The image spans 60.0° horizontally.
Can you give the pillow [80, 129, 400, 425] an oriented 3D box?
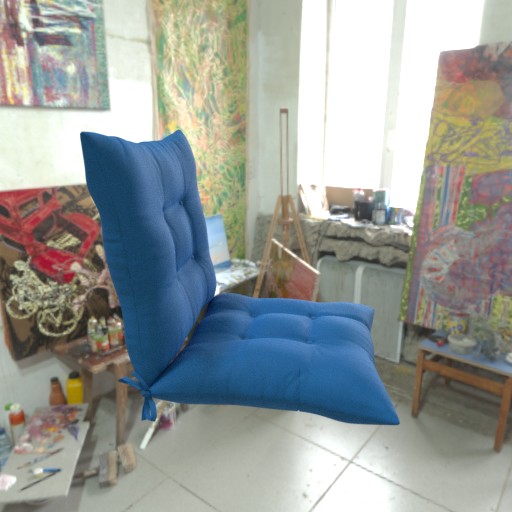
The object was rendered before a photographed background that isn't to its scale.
[{"bbox_3d":[0.000,0.000,0.976,0.585,0.536,0.541,3,16,9],"label":"pillow"}]
